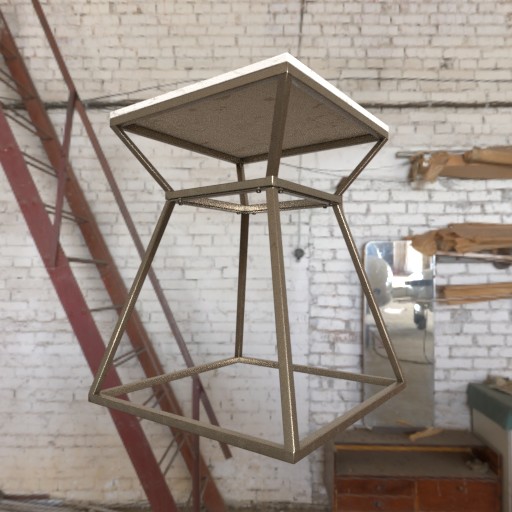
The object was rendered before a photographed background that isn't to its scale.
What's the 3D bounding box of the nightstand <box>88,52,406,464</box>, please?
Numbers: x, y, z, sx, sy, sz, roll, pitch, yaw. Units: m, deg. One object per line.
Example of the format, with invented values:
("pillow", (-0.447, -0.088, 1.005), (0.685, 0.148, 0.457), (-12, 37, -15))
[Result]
("nightstand", (0.000, 0.000, 0.894), (0.455, 0.554, 0.455), (-1, -2, 36))
